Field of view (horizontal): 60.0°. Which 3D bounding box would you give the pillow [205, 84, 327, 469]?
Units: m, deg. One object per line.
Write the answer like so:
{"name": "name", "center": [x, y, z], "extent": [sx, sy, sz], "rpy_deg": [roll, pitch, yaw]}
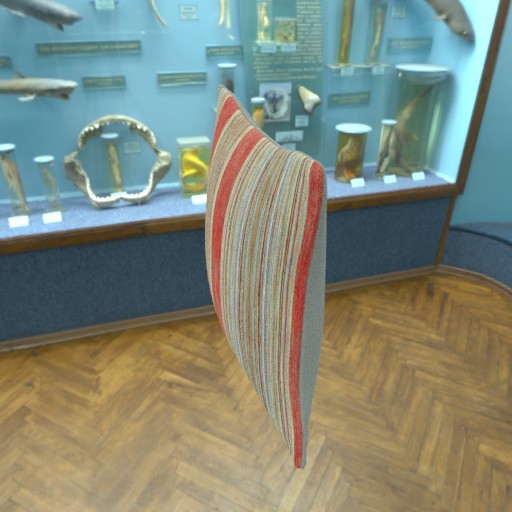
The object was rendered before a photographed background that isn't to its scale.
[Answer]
{"name": "pillow", "center": [0.000, 0.000, 0.658], "extent": [0.136, 0.419, 0.437], "rpy_deg": [-8, 32, -13]}
